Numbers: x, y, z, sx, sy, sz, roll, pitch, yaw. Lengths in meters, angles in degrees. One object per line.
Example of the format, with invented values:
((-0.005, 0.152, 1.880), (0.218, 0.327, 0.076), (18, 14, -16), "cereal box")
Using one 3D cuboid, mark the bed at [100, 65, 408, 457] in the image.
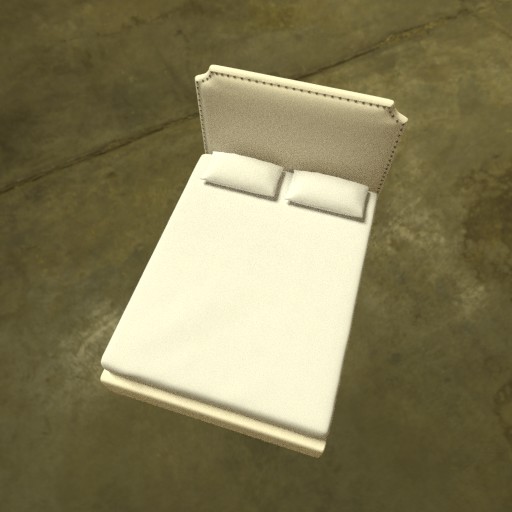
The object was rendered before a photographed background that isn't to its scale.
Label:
((0.000, 0.000, 3.440), (1.712, 1.497, 2.372), (15, 61, 9), "bed")
